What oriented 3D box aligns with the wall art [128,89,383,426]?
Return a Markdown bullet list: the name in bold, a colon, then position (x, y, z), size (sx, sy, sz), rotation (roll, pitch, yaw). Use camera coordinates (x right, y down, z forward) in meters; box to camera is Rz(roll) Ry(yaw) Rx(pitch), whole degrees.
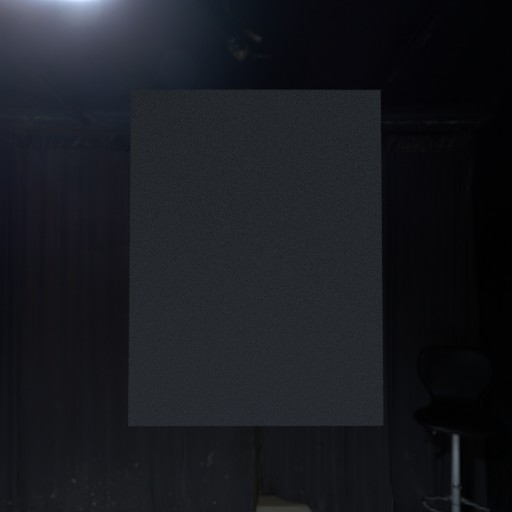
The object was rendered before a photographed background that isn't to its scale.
- **wall art**: position (0.000, 0.000, 0.805), size (0.457, 0.609, 0.003), rotation (0, -2, 0)
